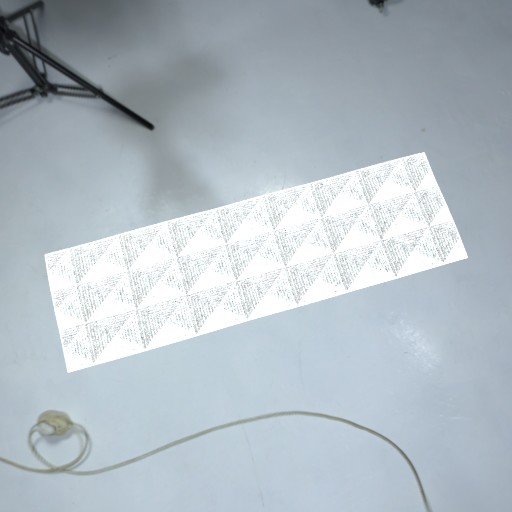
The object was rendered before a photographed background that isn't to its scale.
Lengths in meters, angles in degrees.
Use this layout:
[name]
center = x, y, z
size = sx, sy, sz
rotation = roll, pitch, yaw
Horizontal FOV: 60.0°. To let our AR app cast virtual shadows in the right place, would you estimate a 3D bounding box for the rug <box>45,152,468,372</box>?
[rug]
center = 0.000, 0.000, 2.377
size = 2.182, 0.015, 0.645
rotation = -16, 77, -4
